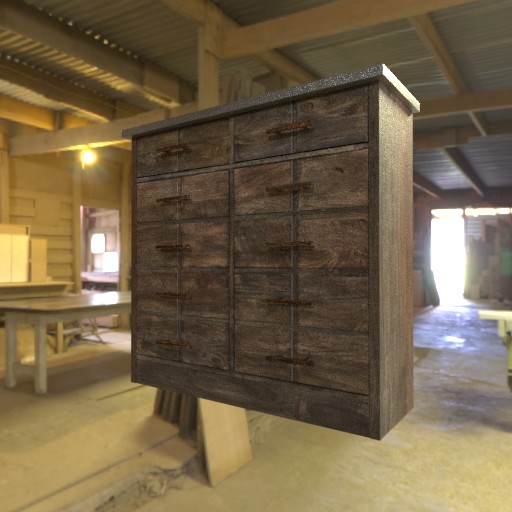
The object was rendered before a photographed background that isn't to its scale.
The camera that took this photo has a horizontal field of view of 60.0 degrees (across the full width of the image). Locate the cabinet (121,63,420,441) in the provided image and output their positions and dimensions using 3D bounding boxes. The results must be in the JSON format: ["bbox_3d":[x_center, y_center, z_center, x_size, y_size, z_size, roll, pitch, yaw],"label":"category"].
[{"bbox_3d":[0.000,0.000,1.470,0.968,0.919,0.338,0,-1,35],"label":"cabinet"}]
